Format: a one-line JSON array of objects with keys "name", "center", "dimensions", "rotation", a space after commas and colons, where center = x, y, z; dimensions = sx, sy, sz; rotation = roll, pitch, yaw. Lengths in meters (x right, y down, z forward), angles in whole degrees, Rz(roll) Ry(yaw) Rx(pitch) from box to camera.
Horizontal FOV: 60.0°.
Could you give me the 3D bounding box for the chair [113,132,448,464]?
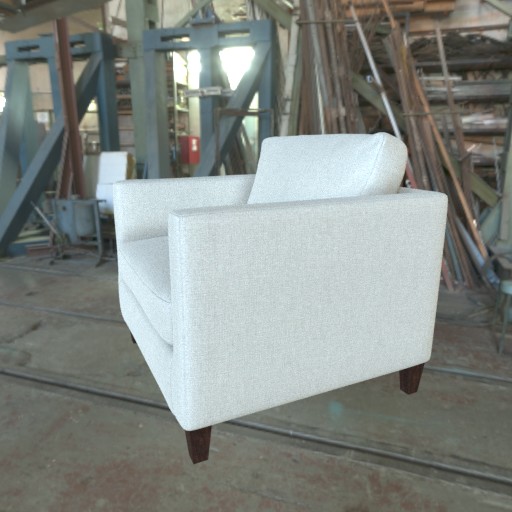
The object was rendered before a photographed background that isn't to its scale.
[{"name": "chair", "center": [0.000, 0.000, 1.722], "dimensions": [0.959, 0.919, 0.996], "rotation": [-7, 16, -25]}]
